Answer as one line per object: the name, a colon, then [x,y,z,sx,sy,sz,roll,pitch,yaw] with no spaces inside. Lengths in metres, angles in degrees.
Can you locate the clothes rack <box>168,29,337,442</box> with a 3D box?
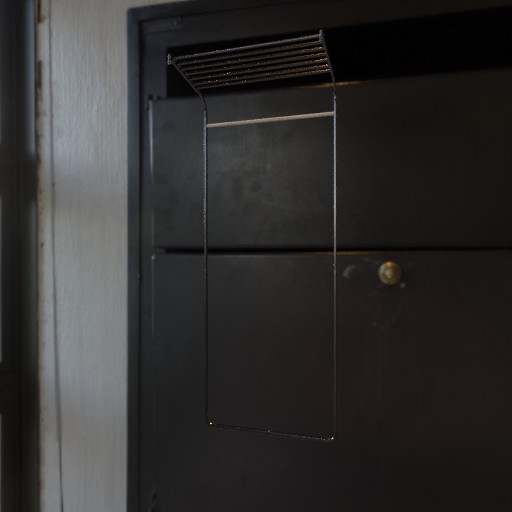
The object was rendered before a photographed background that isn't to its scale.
clothes rack: [0.000,0.000,1.801,0.609,1.574,0.349,0,0,18]
